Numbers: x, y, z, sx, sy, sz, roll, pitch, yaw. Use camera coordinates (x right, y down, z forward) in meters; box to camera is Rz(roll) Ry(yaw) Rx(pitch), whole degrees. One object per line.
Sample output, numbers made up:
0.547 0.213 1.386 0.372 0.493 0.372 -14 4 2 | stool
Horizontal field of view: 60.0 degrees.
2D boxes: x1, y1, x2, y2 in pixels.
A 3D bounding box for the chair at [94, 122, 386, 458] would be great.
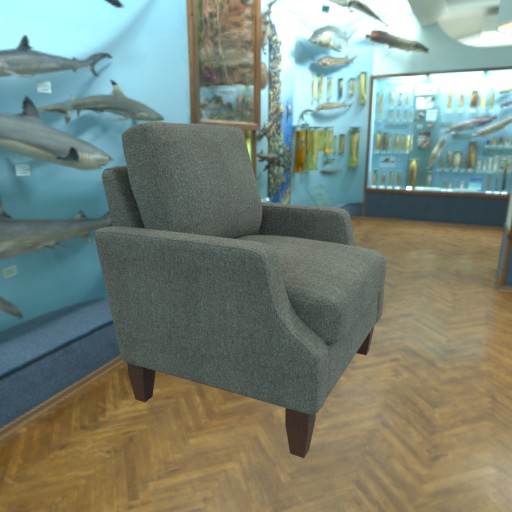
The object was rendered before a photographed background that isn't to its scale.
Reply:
0.000 0.000 1.720 0.897 0.993 0.855 8 17 27 | chair
